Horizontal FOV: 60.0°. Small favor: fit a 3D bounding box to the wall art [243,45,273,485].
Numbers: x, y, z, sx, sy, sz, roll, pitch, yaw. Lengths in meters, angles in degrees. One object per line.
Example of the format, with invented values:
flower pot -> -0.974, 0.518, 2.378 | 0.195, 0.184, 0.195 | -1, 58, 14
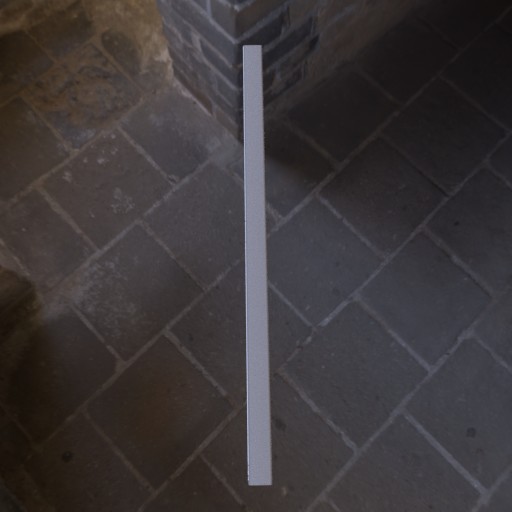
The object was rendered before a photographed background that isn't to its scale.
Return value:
wall art -> 0.000, 0.000, 0.875 | 0.036, 0.256, 0.766 | -1, 75, 0
